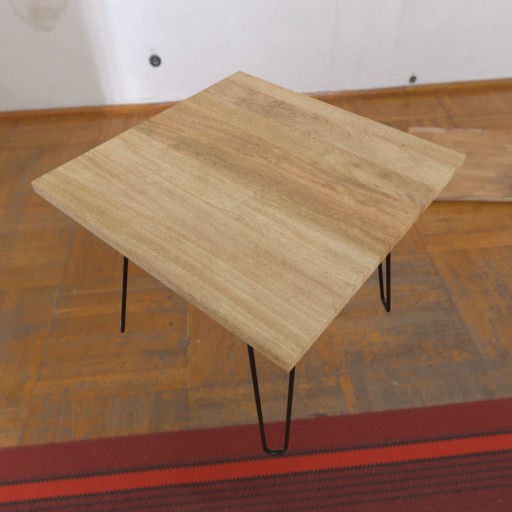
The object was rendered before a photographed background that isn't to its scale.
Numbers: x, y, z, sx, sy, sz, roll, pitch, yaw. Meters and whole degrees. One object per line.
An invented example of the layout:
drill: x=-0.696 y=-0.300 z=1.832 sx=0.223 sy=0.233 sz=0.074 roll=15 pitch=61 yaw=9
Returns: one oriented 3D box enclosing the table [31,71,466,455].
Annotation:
table: x=0.000 y=0.000 z=1.038 sx=0.599 sy=0.500 sz=0.599 roll=31 pitch=54 yaw=25
